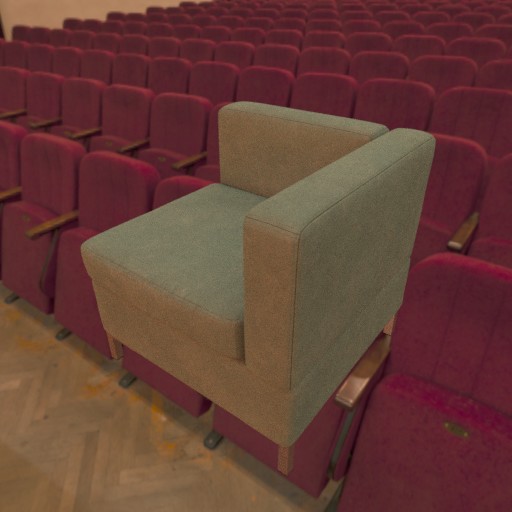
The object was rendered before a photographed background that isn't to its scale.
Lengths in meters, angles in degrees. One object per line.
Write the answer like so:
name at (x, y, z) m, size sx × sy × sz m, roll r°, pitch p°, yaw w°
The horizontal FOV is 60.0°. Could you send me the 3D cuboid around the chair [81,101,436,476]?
chair at (0.000, 0.000, 1.220) m, size 0.680 × 0.660 × 0.680 m, roll 21°, pitch 37°, yaw 31°
